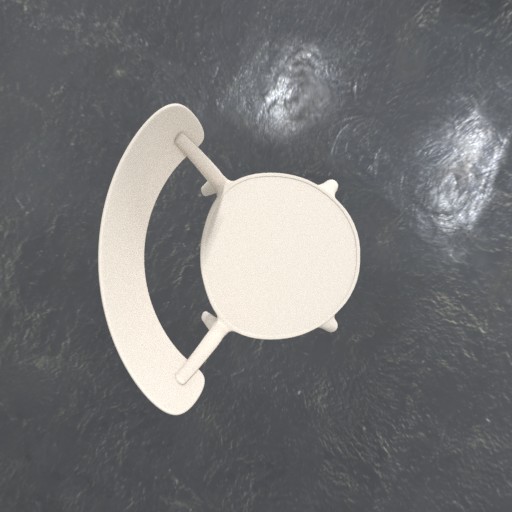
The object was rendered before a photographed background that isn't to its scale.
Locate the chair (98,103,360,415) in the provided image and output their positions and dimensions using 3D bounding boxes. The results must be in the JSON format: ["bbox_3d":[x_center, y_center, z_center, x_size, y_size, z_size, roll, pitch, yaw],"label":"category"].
[{"bbox_3d":[0.000,0.000,1.096,0.491,0.790,0.506,0,91,1],"label":"chair"}]
